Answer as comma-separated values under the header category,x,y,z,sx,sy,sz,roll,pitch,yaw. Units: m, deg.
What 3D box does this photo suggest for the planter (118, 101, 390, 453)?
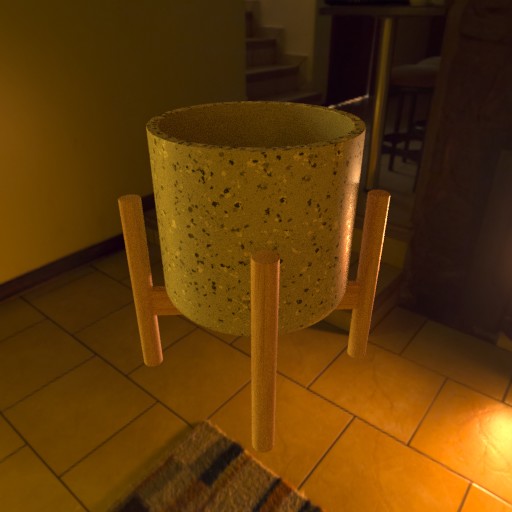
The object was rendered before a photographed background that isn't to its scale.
category,x,y,z,sx,sy,sz,roll,pitch,yaw
planter,0.000,0.000,0.537,0.284,0.320,0.284,10,31,17
